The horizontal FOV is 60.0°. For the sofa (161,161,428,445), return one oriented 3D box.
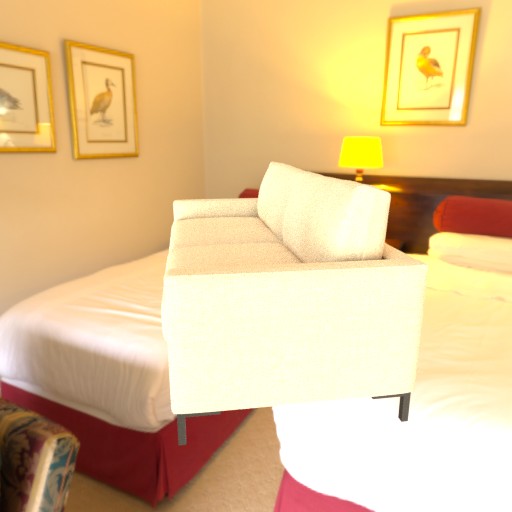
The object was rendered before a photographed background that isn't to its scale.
[{"bbox_3d":[0.000,0.000,2.124,0.839,0.812,1.651,-2,15,-9],"label":"sofa"}]
